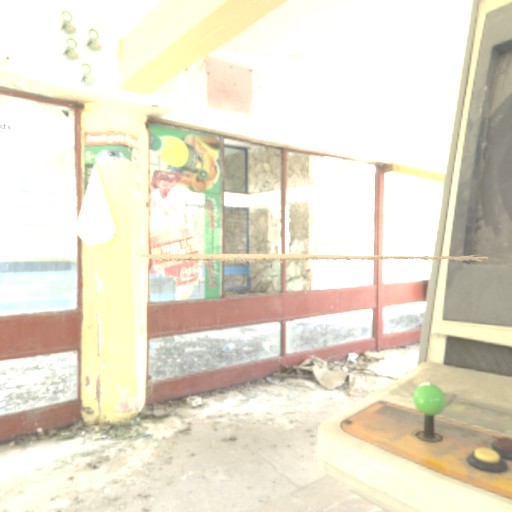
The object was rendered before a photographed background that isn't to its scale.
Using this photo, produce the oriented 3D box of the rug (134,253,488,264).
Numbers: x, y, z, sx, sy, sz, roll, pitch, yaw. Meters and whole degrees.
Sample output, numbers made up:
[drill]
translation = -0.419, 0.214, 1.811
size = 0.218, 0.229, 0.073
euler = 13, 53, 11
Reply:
[rug]
translation = 0.000, 0.000, 2.445
size = 1.224, 0.027, 2.021
euler = 0, 1, -18
